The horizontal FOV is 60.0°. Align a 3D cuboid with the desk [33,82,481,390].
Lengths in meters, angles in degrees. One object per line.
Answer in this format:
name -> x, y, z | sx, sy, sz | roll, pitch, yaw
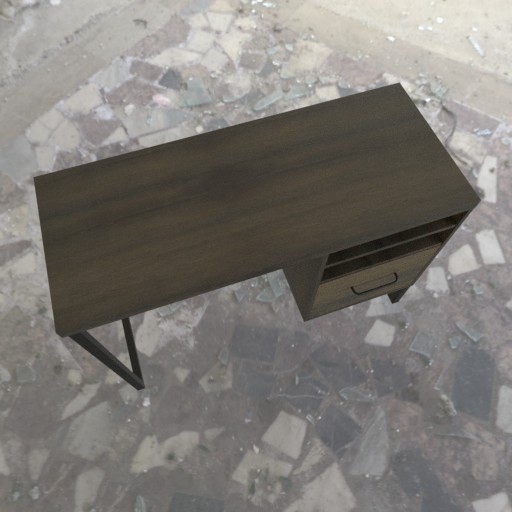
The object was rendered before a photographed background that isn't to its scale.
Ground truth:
desk -> 0.000, 0.000, 1.541 | 1.134, 0.752, 0.511 | -17, 64, -9
